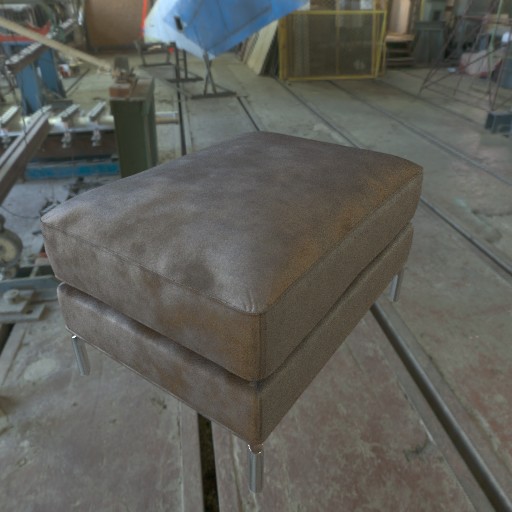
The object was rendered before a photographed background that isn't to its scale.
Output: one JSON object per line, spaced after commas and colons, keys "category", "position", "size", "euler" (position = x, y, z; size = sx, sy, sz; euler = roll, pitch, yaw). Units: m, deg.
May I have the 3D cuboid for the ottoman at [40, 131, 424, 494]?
{"category": "ottoman", "position": [0.000, 0.000, 1.027], "size": [0.520, 0.456, 0.719], "euler": [20, 36, 30]}
